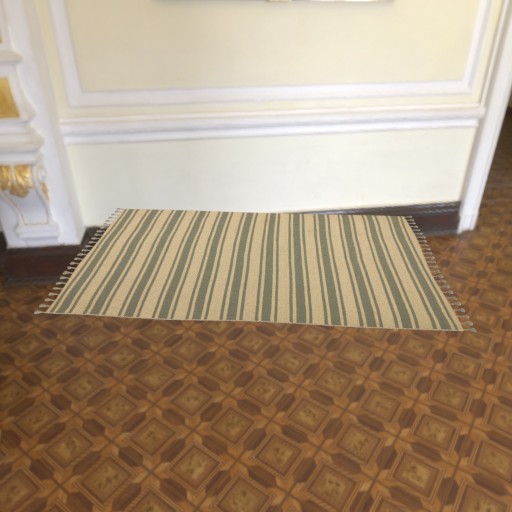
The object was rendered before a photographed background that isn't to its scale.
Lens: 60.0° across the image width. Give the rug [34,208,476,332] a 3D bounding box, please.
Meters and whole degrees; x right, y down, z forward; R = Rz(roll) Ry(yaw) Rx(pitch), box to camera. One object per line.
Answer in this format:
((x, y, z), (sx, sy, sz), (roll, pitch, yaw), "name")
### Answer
((0.000, 0.000, 2.575), (2.084, 0.009, 1.222), (2, 30, 3), "rug")
